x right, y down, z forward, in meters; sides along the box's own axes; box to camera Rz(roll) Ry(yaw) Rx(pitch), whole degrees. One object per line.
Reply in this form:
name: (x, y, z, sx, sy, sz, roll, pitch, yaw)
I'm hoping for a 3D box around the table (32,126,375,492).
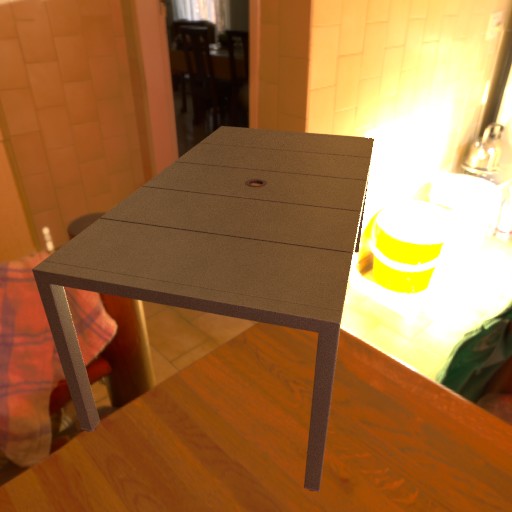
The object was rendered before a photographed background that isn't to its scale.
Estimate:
table: (0.000, 0.000, 2.092, 0.914, 0.735, 1.680, 8, 32, 14)
